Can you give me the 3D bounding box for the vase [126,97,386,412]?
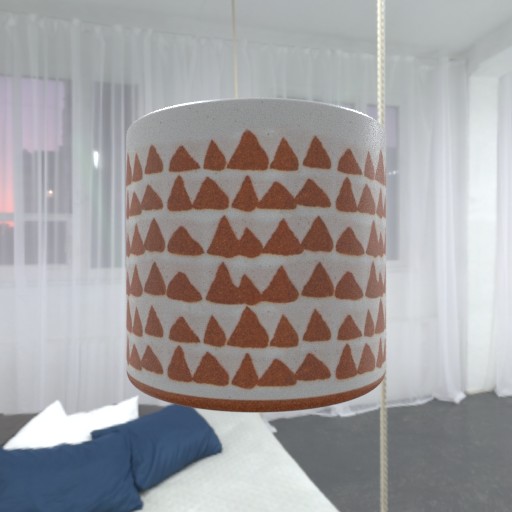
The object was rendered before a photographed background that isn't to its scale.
[{"bbox_3d":[0.000,0.000,0.243,0.137,0.127,0.137,0,0,0],"label":"vase"}]
